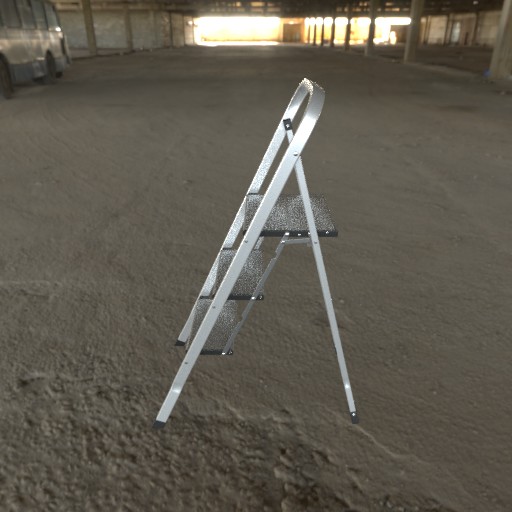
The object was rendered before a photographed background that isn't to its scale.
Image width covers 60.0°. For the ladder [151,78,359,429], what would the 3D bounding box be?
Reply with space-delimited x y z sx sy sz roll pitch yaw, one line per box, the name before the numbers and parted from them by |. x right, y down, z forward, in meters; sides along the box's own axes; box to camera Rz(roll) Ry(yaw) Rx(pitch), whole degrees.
ladder | 0.000 0.000 1.450 0.704 1.070 0.465 0 27 1
